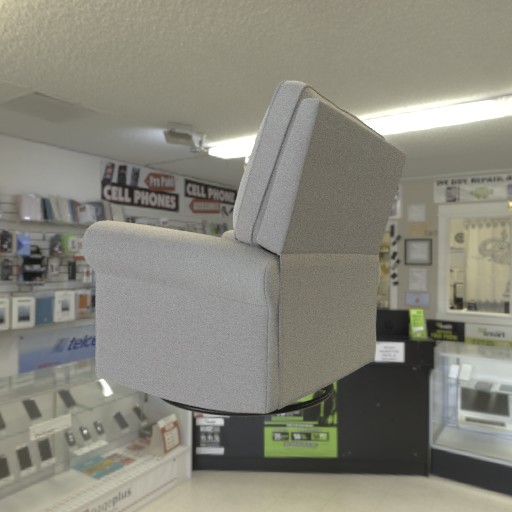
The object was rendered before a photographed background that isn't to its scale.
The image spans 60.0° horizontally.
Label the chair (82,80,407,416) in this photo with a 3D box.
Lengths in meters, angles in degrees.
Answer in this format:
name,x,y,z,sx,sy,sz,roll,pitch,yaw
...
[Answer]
name,x,y,z,sx,sy,sz,roll,pitch,yaw
chair,0.000,0.000,1.611,0.878,0.960,0.890,0,0,36
